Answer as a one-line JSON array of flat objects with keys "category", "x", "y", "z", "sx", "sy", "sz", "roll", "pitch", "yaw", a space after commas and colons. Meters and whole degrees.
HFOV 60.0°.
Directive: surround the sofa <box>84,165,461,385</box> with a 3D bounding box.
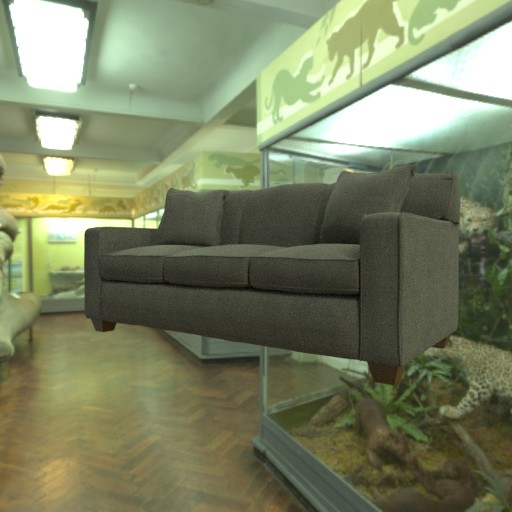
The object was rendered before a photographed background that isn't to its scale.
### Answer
[{"category": "sofa", "x": 0.000, "y": 0.000, "z": 2.570, "sx": 2.024, "sy": 0.958, "sz": 0.997, "roll": 1, "pitch": 1, "yaw": 36}]
